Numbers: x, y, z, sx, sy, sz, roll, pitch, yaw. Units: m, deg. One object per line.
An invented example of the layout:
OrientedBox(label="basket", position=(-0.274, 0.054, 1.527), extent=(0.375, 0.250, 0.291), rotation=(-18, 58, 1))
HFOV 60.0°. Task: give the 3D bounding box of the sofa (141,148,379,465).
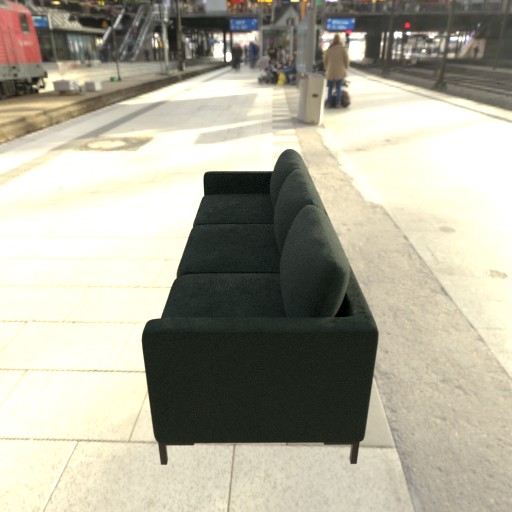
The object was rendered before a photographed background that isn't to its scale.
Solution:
OrientedBox(label="sofa", position=(0.000, 0.000, 2.623), extent=(0.859, 0.870, 2.218), rotation=(0, 25, 0))
